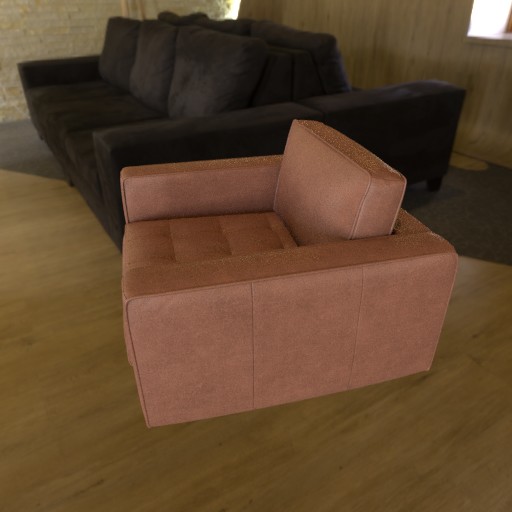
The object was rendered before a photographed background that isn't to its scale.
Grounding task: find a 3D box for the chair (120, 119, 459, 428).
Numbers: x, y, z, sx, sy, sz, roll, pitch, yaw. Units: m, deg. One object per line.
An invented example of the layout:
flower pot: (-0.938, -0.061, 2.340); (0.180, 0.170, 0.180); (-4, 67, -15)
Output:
chair: (0.000, 0.000, 1.517); (0.900, 0.770, 0.920); (-8, 32, -13)
